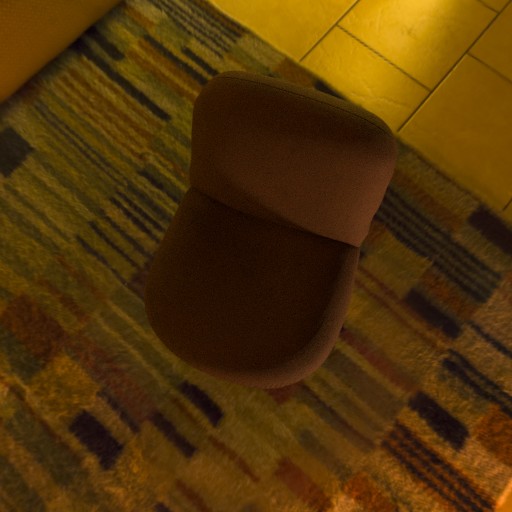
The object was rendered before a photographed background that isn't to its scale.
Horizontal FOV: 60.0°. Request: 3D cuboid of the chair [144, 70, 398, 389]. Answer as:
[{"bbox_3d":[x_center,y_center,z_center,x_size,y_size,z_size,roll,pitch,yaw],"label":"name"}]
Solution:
[{"bbox_3d":[0.000,0.000,1.042,0.521,0.594,0.597,20,77,5],"label":"chair"}]
